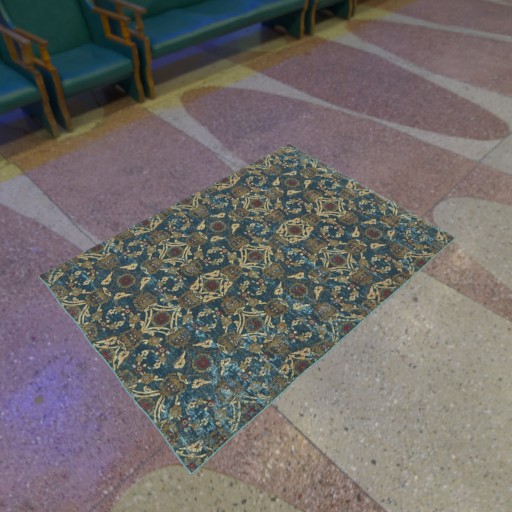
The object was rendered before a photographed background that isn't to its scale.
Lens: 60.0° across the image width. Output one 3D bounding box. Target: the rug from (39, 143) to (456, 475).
[{"bbox_3d":[0.000,0.000,2.847,2.207,0.014,1.567,-34,55,-28],"label":"rug"}]
